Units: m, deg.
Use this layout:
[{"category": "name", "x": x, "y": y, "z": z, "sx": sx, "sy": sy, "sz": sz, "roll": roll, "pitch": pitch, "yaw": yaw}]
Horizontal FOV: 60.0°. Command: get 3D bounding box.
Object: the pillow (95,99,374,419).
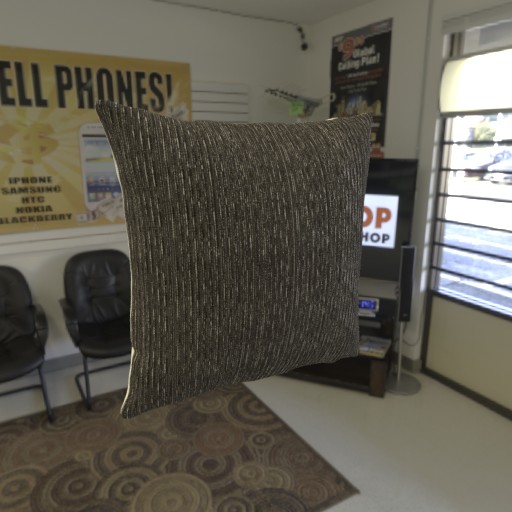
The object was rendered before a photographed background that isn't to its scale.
[{"category": "pillow", "x": 0.000, "y": 0.000, "z": 0.675, "sx": 0.433, "sy": 0.434, "sz": 0.196, "roll": -7, "pitch": 16, "yaw": -27}]
